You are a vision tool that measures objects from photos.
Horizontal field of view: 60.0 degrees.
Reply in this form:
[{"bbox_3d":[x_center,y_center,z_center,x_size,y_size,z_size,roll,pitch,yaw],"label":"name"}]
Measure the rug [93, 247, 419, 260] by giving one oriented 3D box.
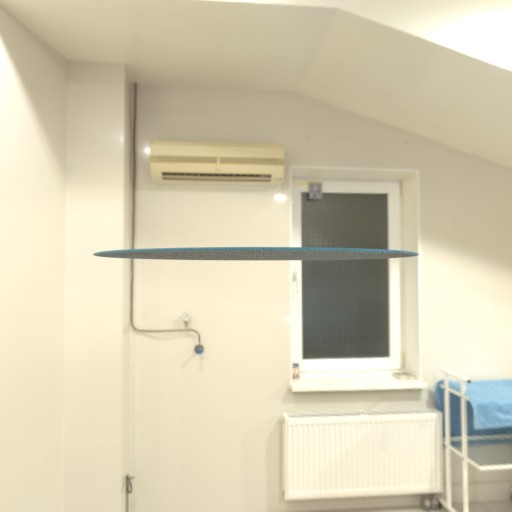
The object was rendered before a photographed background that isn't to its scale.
[{"bbox_3d":[0.000,0.000,2.308,1.593,0.012,1.593,0,-2,0],"label":"rug"}]
